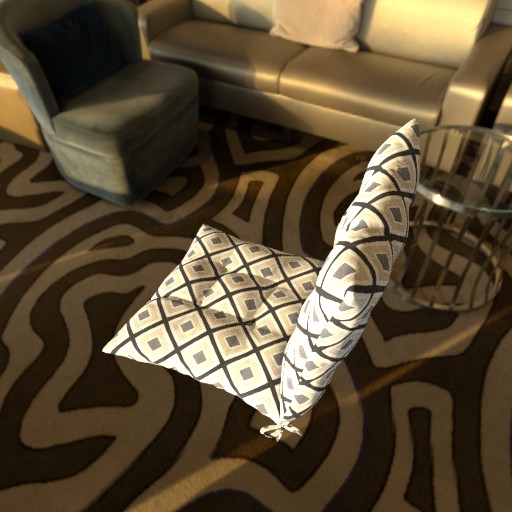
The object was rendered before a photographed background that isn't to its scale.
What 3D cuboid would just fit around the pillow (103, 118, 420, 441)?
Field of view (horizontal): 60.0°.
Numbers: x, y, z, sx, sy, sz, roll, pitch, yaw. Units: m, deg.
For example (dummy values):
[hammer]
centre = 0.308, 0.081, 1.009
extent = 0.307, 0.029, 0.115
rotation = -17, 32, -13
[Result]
[pillow]
centre = 0.000, 0.000, 0.988
extent = 0.585, 0.536, 0.541
rotation = 18, 49, 16
